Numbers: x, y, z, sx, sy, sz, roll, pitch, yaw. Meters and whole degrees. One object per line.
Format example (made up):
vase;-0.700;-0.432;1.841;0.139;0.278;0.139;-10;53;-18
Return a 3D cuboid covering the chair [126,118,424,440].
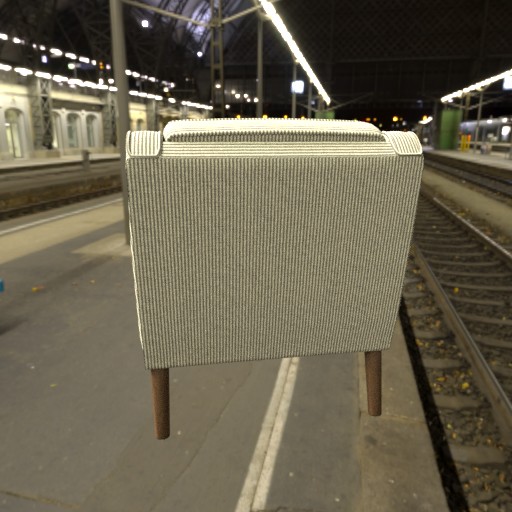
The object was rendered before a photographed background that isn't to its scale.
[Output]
chair;0.000;0.000;1.364;0.663;0.792;0.743;-3;15;-9
